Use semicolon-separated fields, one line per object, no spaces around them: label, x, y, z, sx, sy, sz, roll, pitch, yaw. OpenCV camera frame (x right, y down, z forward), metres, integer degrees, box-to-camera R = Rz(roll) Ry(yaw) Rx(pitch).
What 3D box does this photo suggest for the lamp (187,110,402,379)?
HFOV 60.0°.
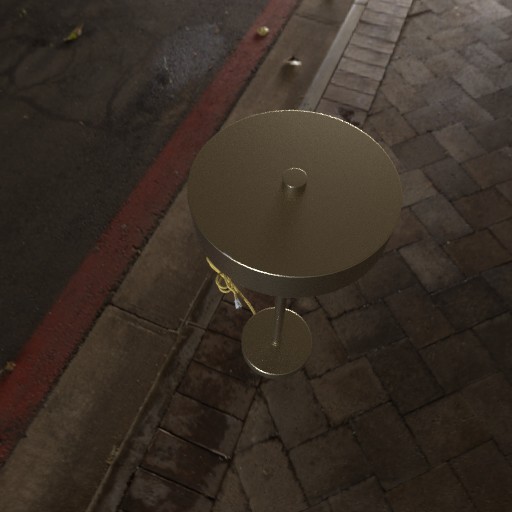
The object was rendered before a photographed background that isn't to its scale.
lamp;0.000;0.000;0.713;0.229;0.508;0.369;-31;64;-17
